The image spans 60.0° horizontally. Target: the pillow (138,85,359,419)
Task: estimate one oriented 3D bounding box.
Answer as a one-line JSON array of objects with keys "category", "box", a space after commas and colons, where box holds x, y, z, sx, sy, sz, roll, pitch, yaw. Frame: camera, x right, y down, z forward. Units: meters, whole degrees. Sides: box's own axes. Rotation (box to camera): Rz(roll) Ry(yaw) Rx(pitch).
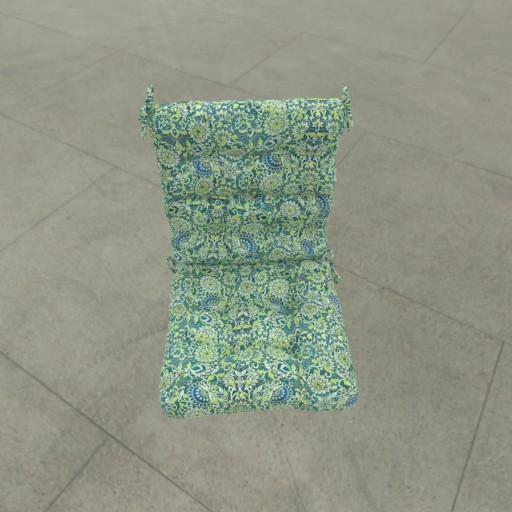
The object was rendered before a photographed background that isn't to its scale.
[{"category": "pillow", "box": [0.000, 0.000, 1.064, 0.519, 0.605, 0.571, -2, 48, -2]}]
